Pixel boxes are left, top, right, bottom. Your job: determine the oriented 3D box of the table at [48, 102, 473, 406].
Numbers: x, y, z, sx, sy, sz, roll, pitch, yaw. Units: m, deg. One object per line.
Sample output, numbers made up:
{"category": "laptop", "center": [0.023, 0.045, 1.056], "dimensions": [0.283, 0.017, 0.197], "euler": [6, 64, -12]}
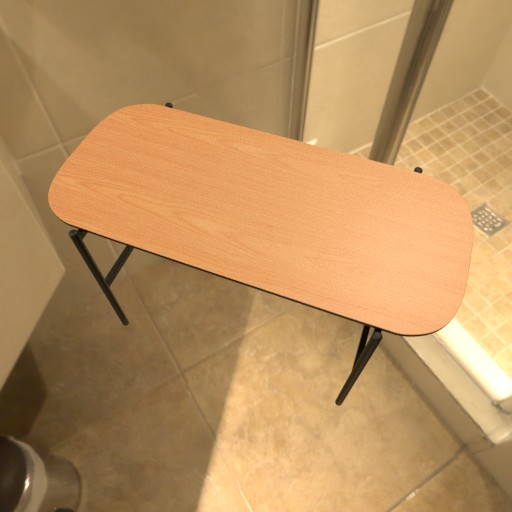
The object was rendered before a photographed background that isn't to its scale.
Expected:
{"category": "table", "center": [0.000, 0.000, 1.018], "dimensions": [0.800, 0.400, 0.400], "euler": [18, 59, 11]}
